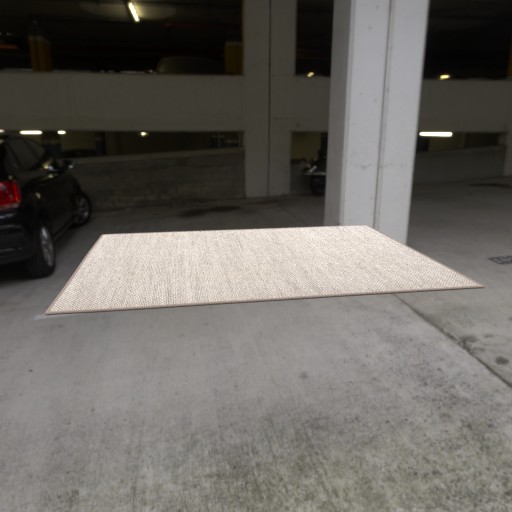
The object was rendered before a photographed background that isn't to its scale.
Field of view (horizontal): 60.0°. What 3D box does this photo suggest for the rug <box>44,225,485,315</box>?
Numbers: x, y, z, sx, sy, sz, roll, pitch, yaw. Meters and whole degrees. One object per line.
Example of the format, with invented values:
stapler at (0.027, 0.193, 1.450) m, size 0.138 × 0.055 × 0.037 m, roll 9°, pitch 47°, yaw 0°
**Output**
rug at (0.000, 0.000, 2.794) m, size 2.115 × 0.013 × 1.517 m, roll -3°, pitch 16°, yaw -9°
